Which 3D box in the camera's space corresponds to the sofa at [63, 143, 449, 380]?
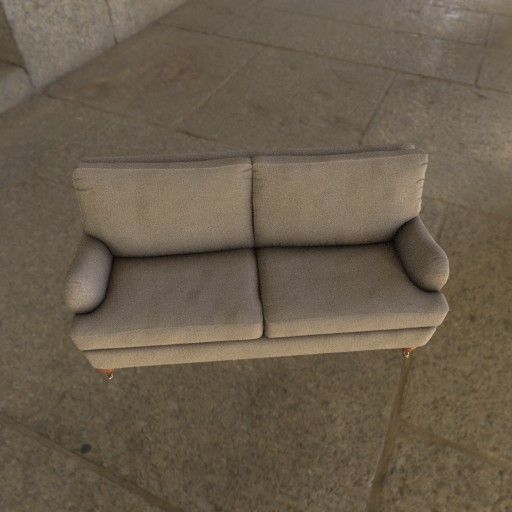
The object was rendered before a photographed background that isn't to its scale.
[{"bbox_3d":[0.000,0.000,2.807,2.193,1.096,1.069,-3,48,-3],"label":"sofa"}]
